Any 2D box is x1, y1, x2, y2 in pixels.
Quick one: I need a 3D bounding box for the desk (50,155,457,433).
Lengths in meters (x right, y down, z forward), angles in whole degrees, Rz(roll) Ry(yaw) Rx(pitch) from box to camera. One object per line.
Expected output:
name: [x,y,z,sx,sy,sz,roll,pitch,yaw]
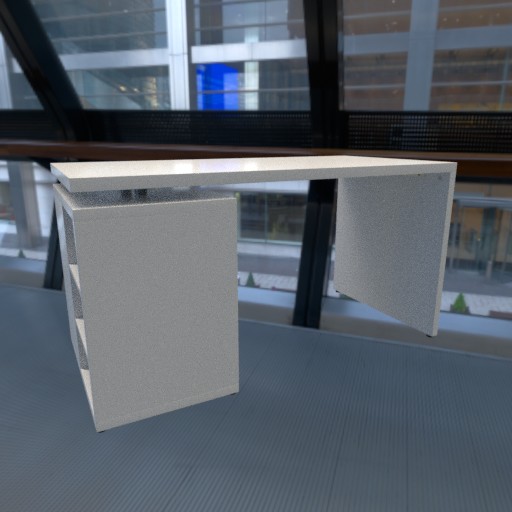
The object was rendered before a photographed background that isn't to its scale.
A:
desk: [0.000,0.000,1.797,1.400,0.740,0.690,-8,17,-27]
